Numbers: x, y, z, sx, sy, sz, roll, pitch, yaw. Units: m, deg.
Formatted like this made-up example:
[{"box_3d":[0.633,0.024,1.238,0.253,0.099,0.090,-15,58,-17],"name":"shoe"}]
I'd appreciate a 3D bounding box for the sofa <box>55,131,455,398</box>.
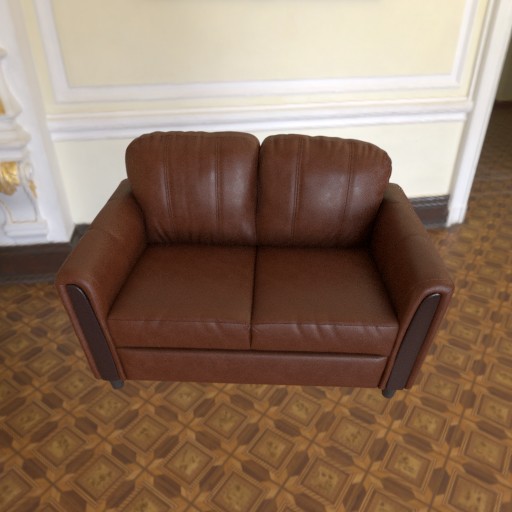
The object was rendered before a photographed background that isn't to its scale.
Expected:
[{"box_3d":[0.000,0.000,1.923,1.406,0.906,0.805,1,31,2],"name":"sofa"}]
